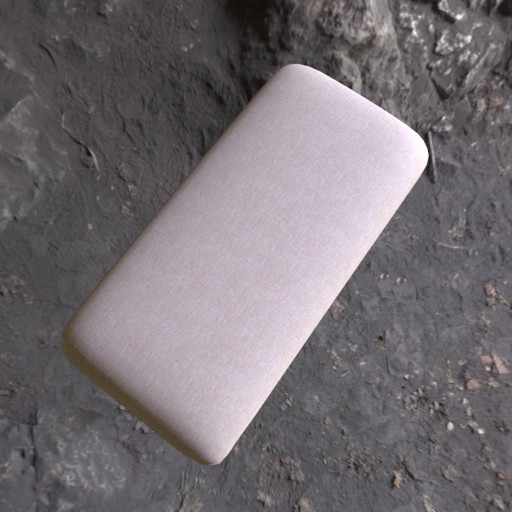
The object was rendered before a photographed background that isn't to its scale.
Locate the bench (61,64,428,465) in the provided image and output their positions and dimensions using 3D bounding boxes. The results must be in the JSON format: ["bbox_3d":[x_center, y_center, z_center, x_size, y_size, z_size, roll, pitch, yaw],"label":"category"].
[{"bbox_3d":[0.000,0.000,1.251,0.483,0.483,0.991,35,78,8],"label":"bench"}]
